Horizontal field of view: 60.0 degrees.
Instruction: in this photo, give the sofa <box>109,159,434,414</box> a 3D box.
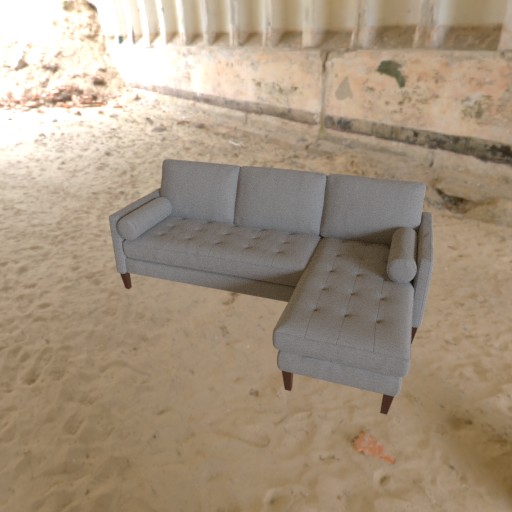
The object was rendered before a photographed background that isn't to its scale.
[{"bbox_3d":[0.000,0.000,2.943,2.178,0.875,1.506,9,28,17],"label":"sofa"}]
